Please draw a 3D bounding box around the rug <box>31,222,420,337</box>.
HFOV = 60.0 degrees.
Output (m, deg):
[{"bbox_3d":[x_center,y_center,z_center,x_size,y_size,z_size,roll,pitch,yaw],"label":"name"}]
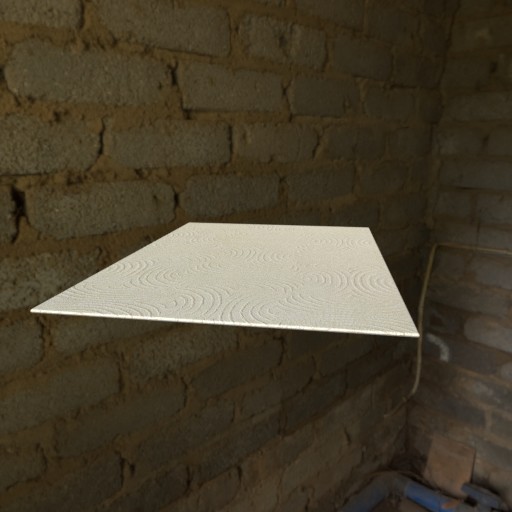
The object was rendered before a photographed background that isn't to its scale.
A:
[{"bbox_3d":[0.000,0.000,2.715,1.526,0.015,2.132,2,14,9],"label":"rug"}]
